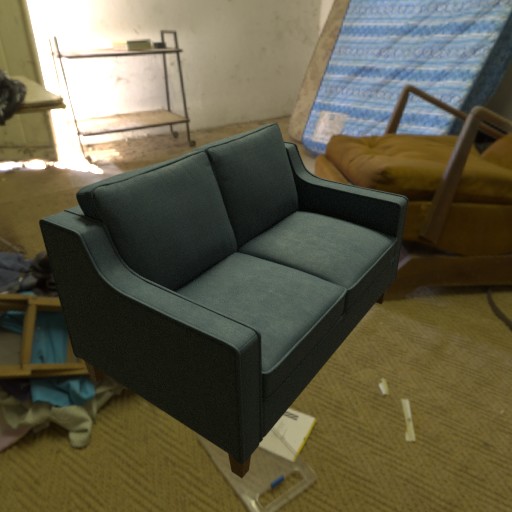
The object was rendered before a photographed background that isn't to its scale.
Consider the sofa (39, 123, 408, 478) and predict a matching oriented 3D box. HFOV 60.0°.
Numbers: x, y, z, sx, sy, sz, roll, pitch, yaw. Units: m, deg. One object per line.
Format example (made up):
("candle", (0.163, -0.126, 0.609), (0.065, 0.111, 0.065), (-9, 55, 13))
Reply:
("sofa", (0.000, 0.000, 2.137), (0.987, 0.971, 1.501), (19, 34, 30))
